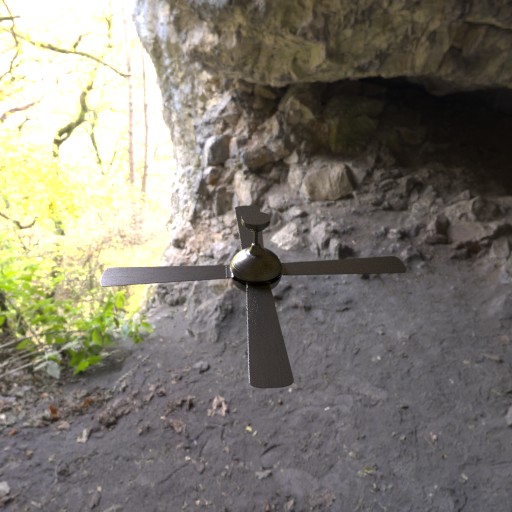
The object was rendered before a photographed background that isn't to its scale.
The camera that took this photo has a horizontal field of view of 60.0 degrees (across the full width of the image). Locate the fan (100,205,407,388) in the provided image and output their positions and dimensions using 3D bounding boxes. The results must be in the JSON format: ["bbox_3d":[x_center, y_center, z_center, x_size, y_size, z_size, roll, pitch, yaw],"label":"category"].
[{"bbox_3d":[0.000,0.000,1.986,1.321,0.381,1.321,9,33,14],"label":"fan"}]
